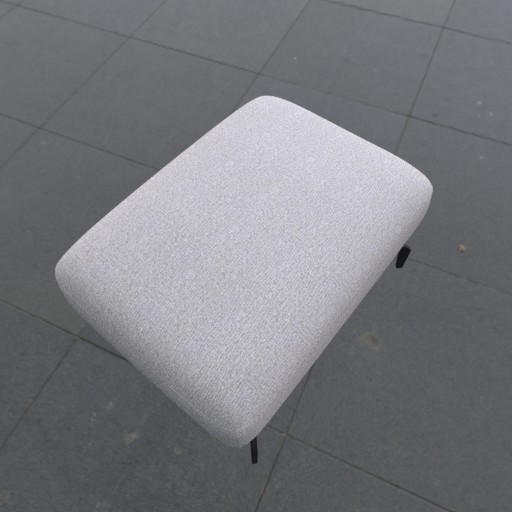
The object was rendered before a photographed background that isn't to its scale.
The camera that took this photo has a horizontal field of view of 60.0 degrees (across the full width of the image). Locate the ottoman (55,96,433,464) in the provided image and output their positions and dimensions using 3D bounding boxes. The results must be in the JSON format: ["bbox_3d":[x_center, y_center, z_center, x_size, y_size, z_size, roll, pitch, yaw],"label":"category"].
[{"bbox_3d":[0.000,0.000,1.104,0.568,0.420,0.772,35,64,19],"label":"ottoman"}]
